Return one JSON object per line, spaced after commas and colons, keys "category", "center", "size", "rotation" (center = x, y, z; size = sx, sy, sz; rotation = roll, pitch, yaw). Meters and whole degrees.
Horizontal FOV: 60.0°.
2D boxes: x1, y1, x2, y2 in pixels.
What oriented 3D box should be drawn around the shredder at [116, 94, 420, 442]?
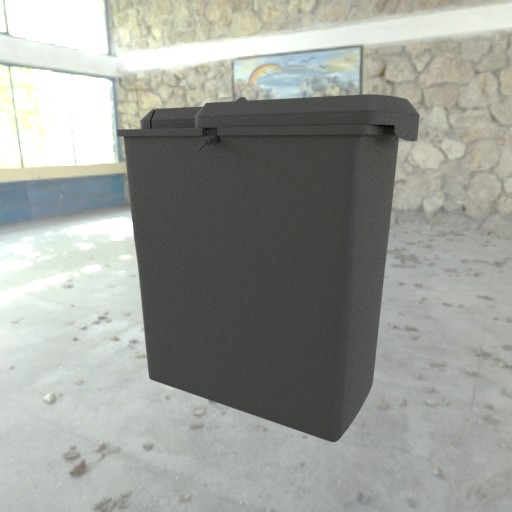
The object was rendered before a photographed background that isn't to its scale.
{"category": "shredder", "center": [0.000, 0.000, 0.502], "size": [0.320, 0.335, 0.170], "rotation": [8, 17, 29]}
